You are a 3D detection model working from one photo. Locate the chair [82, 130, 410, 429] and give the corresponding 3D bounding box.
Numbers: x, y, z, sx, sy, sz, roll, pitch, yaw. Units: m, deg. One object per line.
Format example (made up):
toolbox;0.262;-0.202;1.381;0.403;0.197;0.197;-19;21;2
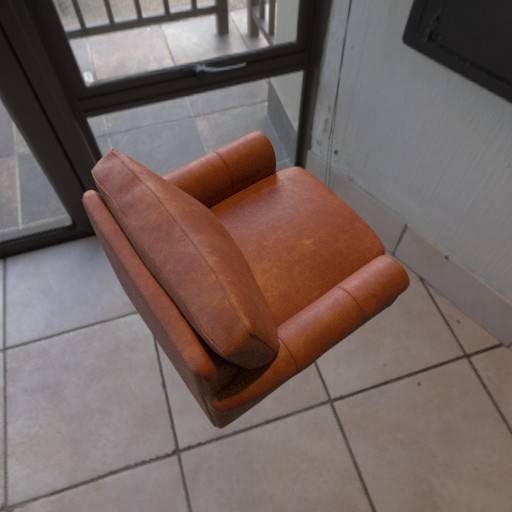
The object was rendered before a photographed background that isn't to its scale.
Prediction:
chair;0.000;0.000;1.791;0.986;0.962;0.983;-32;63;-18
